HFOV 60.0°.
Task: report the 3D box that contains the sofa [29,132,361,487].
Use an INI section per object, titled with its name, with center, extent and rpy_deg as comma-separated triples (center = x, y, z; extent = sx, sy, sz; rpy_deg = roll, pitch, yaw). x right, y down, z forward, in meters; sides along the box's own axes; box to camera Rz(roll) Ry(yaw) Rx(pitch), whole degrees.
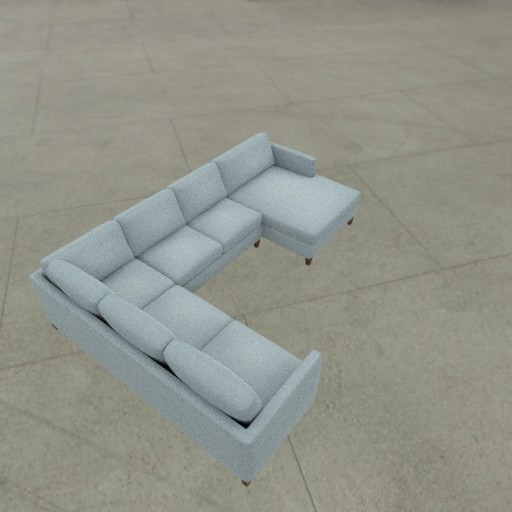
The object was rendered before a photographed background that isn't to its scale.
[sofa]
center = 0.000, 0.000, 4.497
extent = 2.551, 0.889, 3.403
rpy_deg = 27, 48, 27
